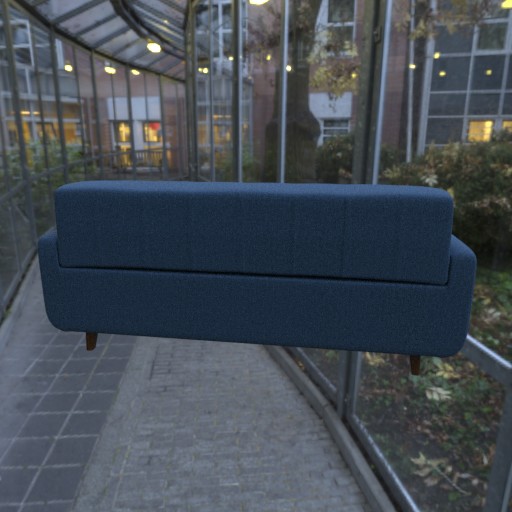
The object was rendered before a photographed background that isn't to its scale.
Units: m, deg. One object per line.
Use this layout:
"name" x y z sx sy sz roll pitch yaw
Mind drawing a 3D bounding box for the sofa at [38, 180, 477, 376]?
"sofa" 0.000 0.000 2.507 2.055 0.884 0.942 2 16 8
